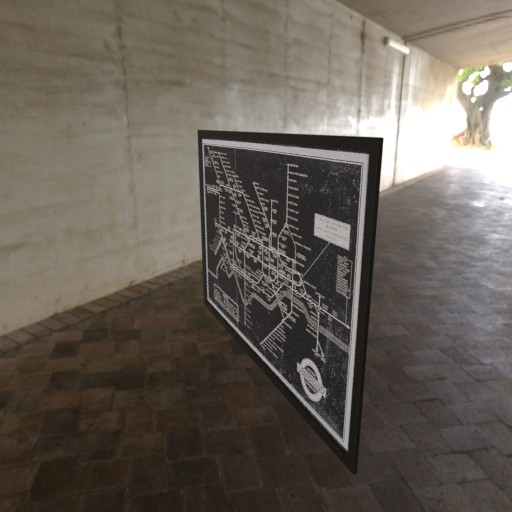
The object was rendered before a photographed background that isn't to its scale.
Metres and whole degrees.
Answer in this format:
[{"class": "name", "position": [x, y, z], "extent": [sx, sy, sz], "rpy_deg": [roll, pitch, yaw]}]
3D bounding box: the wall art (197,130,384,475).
[{"class": "wall art", "position": [0.000, 0.000, 1.507], "extent": [0.013, 0.811, 1.192], "rpy_deg": [-7, 18, -23]}]
